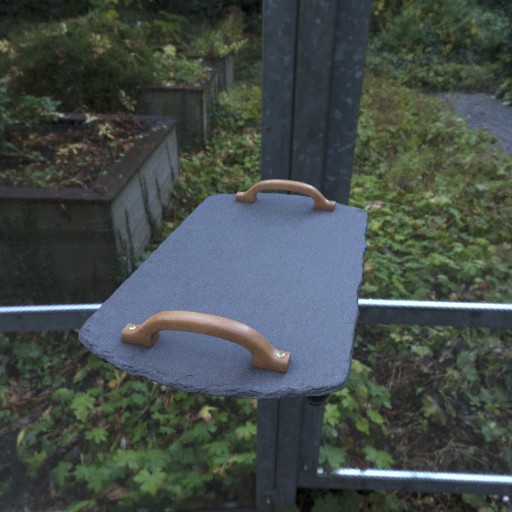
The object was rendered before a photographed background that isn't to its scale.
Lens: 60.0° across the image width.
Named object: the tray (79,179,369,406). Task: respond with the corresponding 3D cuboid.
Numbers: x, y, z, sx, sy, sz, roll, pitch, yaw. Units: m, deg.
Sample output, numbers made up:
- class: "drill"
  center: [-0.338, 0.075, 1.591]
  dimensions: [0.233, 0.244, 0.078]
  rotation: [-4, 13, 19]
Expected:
- class: "tray"
  center: [0.000, 0.000, 0.479]
  dimensions: [0.231, 0.062, 0.387]
  rotation: [8, 30, 13]
